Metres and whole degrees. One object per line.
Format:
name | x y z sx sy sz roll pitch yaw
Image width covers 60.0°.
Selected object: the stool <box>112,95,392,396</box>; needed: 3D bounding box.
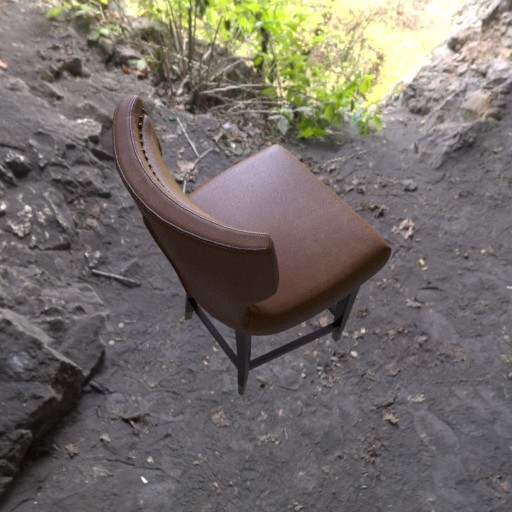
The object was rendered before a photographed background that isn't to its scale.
stool | 0.000 0.000 1.299 0.563 0.982 0.526 -32 63 -19
